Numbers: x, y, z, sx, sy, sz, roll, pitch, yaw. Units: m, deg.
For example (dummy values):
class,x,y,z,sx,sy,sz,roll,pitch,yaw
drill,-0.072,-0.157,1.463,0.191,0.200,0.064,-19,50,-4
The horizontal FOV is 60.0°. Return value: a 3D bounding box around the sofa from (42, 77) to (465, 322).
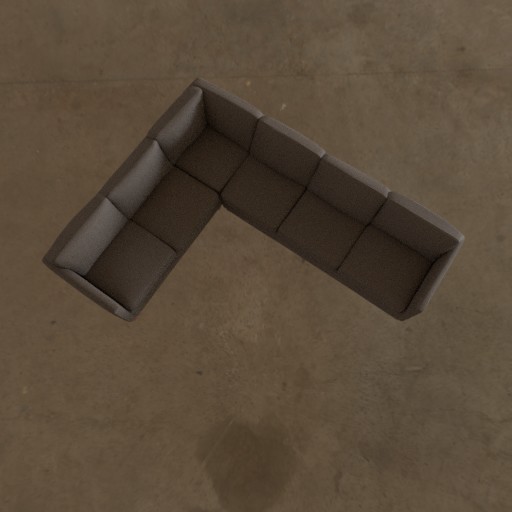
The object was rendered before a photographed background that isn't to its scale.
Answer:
class,x,y,z,sx,sy,sz,roll,pitch,yaw
sofa,0.000,0.000,4.513,3.302,0.947,2.593,33,77,9
